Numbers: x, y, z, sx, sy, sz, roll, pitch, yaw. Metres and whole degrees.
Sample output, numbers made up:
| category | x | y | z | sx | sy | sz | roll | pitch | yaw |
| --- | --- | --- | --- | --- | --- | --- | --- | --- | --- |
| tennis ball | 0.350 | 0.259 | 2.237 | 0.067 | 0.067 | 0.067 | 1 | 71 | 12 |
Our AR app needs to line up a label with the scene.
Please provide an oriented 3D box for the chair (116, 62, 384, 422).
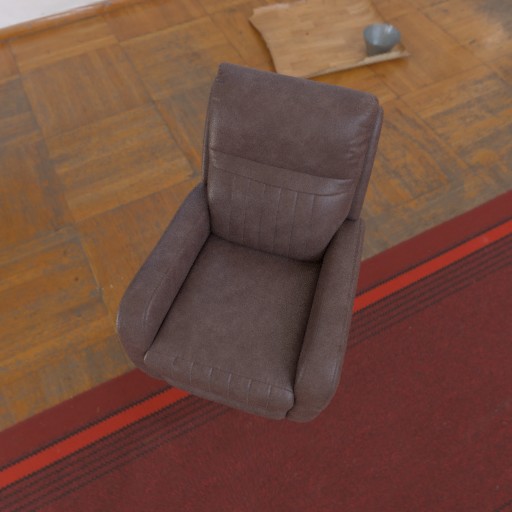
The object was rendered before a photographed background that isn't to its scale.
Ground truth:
| category | x | y | z | sx | sy | sz | roll | pitch | yaw |
| --- | --- | --- | --- | --- | --- | --- | --- | --- | --- |
| chair | 0.000 | 0.000 | 1.816 | 0.865 | 1.067 | 1.067 | 15 | 60 | 9 |
